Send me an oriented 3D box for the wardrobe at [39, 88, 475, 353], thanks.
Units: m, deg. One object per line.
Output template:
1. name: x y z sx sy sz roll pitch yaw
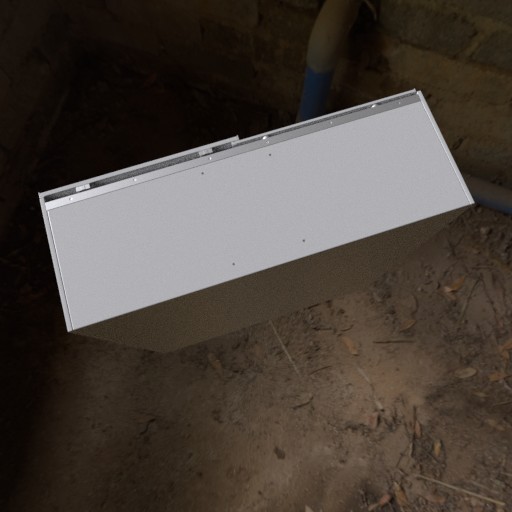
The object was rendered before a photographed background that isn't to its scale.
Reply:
1. wardrobe: 0.000 0.000 2.857 1.780 1.960 0.629 -17 76 -5
